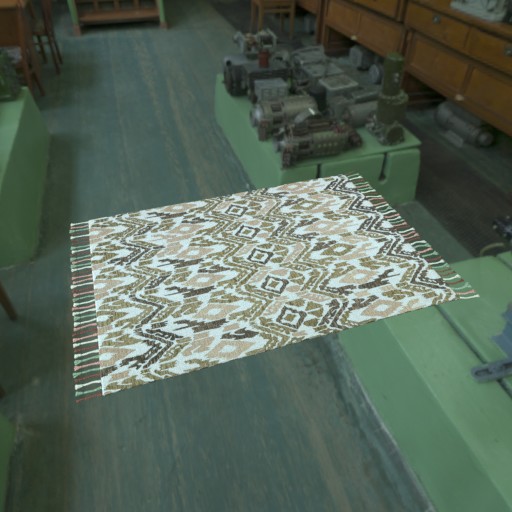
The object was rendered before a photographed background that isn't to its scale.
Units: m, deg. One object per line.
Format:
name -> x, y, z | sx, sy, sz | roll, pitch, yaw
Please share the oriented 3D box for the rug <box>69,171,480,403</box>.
rug -> 0.000, 0.000, 2.297 | 1.829, 0.008, 1.219 | -12, 42, -14
